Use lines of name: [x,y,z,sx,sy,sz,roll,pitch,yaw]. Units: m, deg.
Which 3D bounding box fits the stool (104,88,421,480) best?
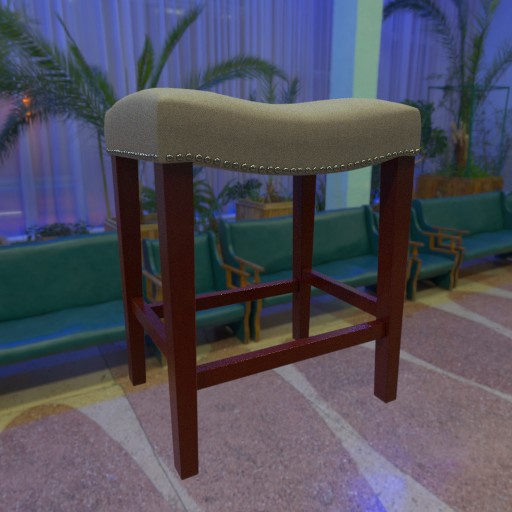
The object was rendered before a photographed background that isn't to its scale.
stool: [0.000,0.000,0.925,0.509,0.632,0.375,-8,17,-28]
